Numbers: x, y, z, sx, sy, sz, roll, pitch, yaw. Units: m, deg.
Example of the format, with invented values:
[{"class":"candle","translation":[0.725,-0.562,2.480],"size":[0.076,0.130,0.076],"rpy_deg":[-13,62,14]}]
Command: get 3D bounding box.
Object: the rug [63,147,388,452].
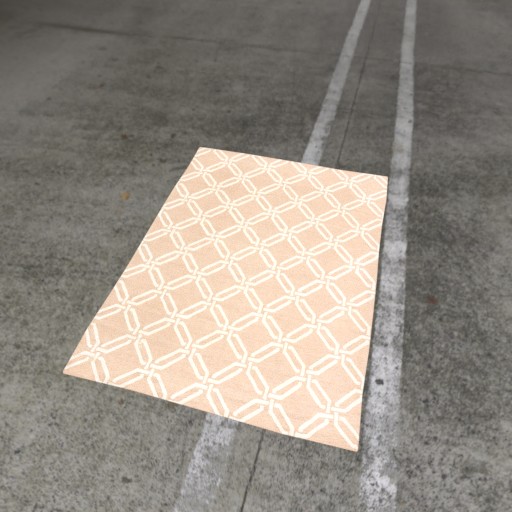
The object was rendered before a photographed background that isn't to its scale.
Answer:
[{"class":"rug","translation":[0.000,0.000,4.525],"size":[2.452,0.020,3.365],"rpy_deg":[11,49,10]}]
